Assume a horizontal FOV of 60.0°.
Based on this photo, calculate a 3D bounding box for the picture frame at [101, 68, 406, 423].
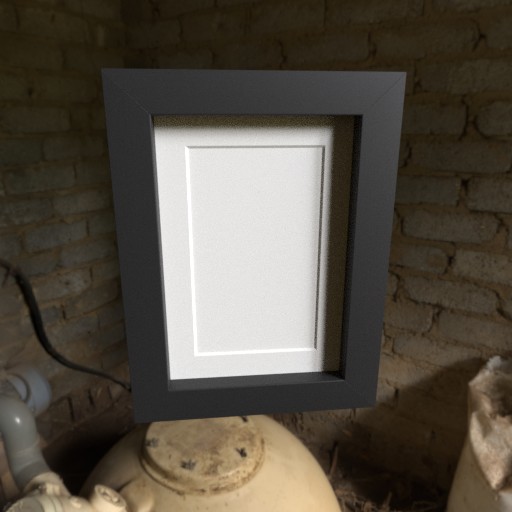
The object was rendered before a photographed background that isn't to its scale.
[{"bbox_3d":[0.000,0.000,0.270,0.157,0.208,0.028,-2,17,-6],"label":"picture frame"}]
